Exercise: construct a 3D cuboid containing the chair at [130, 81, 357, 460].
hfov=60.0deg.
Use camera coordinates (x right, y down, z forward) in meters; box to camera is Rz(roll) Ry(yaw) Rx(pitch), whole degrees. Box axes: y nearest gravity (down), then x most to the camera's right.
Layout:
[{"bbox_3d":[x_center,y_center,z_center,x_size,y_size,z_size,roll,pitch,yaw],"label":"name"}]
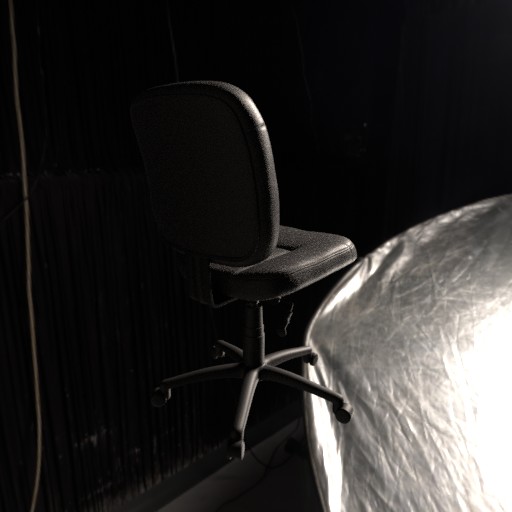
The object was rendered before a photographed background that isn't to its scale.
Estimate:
[{"bbox_3d":[0.000,0.000,1.379,0.647,0.959,0.646,13,19,43],"label":"chair"}]
